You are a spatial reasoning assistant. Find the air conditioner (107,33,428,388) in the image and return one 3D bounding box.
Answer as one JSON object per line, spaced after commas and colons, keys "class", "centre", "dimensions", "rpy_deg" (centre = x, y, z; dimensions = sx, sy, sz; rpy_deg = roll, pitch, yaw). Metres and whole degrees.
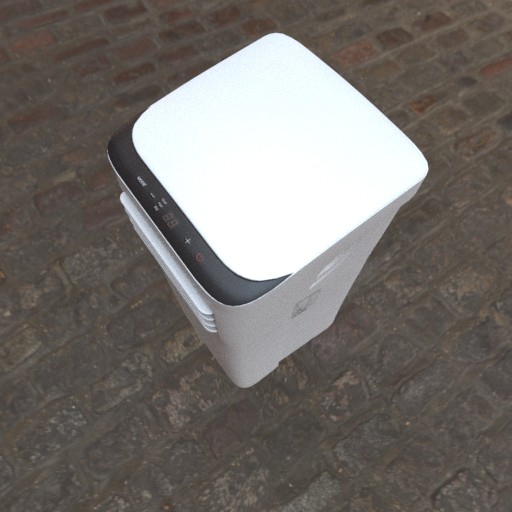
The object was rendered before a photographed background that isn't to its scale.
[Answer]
{"class": "air conditioner", "centre": [0.000, 0.000, 0.926], "dimensions": [0.369, 0.716, 0.352], "rpy_deg": [-34, 68, -15]}
